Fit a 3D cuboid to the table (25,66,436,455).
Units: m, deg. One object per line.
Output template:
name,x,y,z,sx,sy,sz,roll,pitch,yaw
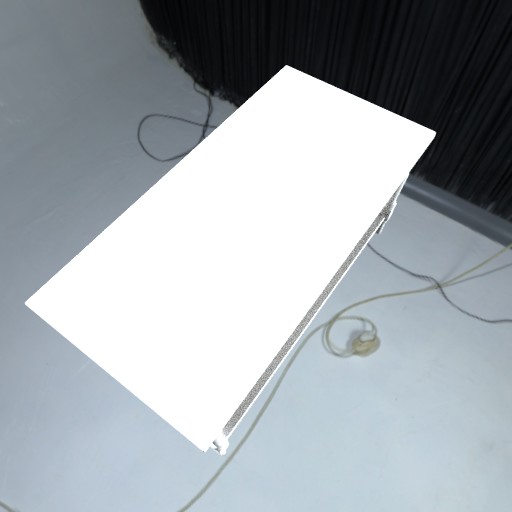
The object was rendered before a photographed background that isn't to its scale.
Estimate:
table,0.000,0.000,1.413,0.550,0.510,1.107,32,64,18
